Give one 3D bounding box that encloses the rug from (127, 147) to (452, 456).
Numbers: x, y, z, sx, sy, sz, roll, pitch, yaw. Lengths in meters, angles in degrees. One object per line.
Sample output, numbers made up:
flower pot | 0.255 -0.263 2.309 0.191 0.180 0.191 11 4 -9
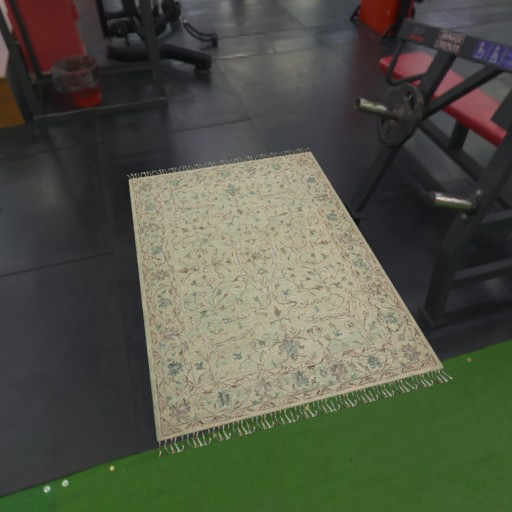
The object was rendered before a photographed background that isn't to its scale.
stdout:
rug | 0.000 0.000 2.345 1.247 0.008 1.802 -11 48 -10
